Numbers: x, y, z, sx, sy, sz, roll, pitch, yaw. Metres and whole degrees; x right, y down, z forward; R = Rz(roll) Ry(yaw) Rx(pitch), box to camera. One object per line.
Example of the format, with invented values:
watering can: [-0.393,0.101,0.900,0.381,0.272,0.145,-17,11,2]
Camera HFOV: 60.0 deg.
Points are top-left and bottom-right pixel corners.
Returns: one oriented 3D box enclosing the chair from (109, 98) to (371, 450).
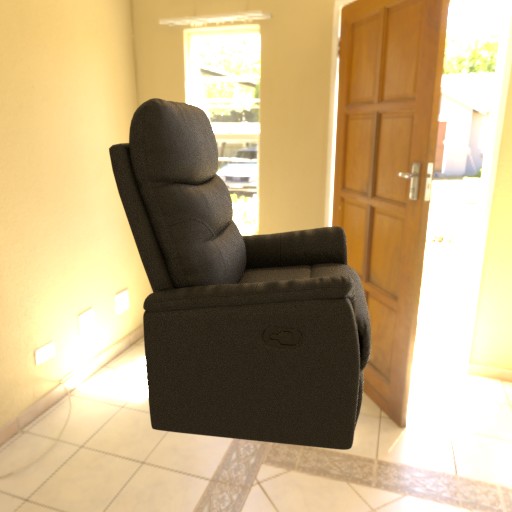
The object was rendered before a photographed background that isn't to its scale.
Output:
chair: [0.000,0.000,1.645,0.831,1.082,0.775,2,16,8]
